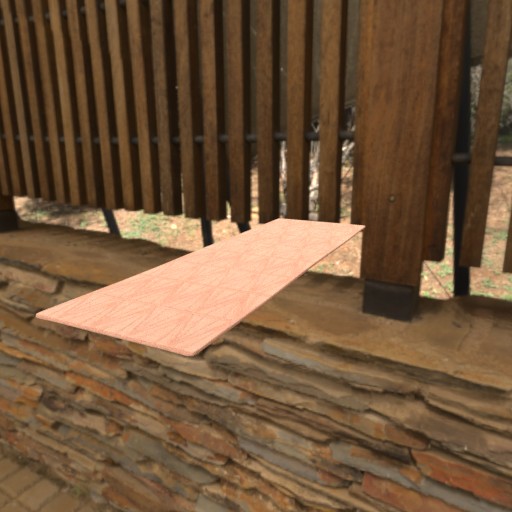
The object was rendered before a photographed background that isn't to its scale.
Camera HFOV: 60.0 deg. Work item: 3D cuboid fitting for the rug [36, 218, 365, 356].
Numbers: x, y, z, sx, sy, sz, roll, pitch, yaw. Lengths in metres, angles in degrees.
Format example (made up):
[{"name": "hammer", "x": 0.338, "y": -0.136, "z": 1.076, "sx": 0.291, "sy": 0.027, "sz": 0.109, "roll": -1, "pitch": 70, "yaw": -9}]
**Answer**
[{"name": "rug", "x": 0.000, "y": 0.000, "z": 2.640, "sx": 0.760, "sy": 0.015, "sz": 2.435, "roll": 7, "pitch": 16, "yaw": 25}]
